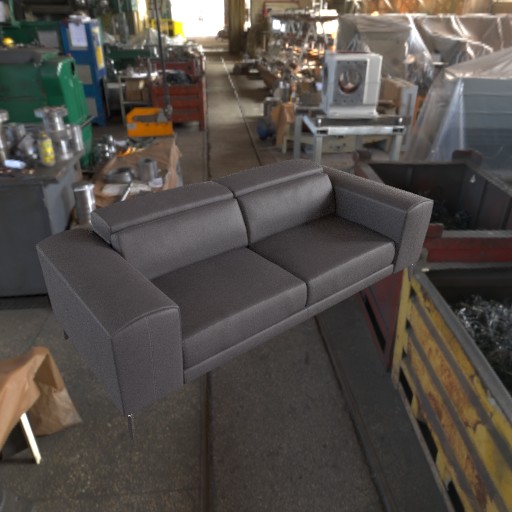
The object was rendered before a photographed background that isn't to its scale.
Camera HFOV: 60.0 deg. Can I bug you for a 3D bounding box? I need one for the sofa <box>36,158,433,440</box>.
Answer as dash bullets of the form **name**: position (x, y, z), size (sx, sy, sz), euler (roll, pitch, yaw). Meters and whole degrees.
- **sofa**: position (0.000, 0.000, 2.840), size (2.330, 0.814, 1.048), euler (-21, 35, -34)
